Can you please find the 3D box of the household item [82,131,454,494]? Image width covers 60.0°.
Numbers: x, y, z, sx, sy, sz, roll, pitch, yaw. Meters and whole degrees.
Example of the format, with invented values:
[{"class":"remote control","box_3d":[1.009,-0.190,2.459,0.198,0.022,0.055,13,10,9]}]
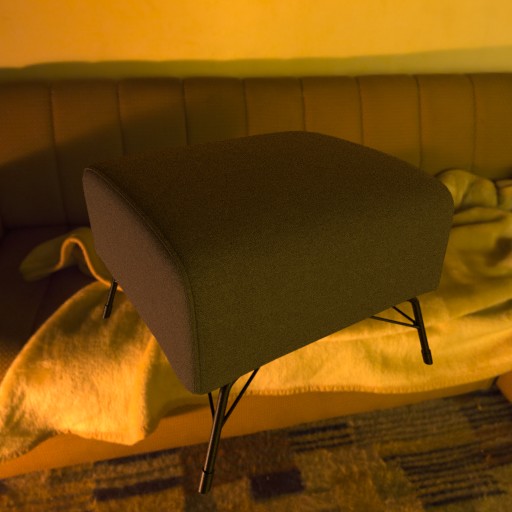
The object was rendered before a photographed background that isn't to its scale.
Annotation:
[{"class":"household item","box_3d":[0.000,0.000,0.878,0.530,0.410,0.530,-17,33,-28]}]
